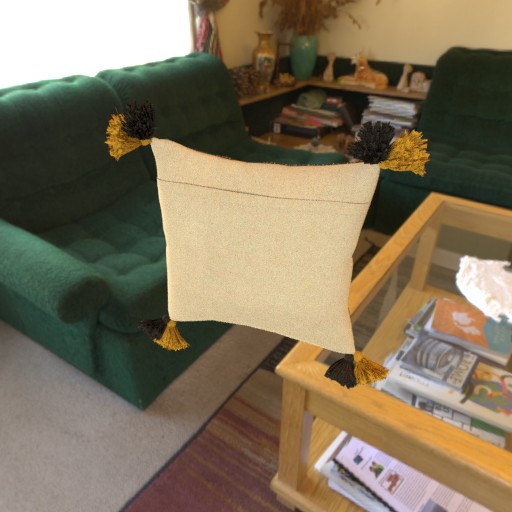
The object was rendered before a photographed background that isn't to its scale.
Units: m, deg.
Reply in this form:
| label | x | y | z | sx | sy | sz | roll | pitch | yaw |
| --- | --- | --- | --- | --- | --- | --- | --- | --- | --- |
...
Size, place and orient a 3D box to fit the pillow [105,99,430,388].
| label | x | y | z | sx | sy | sz | roll | pitch | yaw |
| --- | --- | --- | --- | --- | --- | --- | --- | --- | --- |
| pillow | 0.000 | 0.000 | 0.986 | 0.654 | 0.659 | 0.139 | 9 | 33 | 15 |
